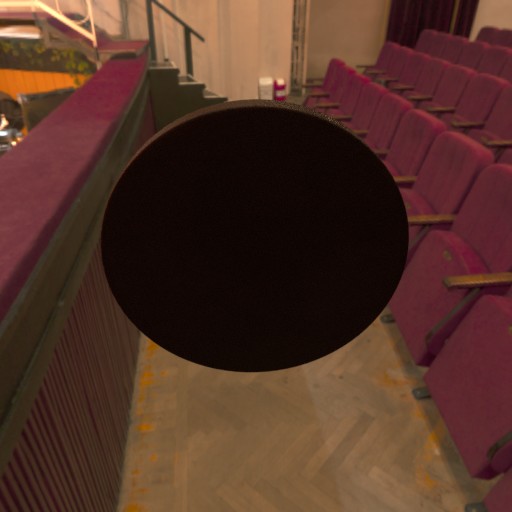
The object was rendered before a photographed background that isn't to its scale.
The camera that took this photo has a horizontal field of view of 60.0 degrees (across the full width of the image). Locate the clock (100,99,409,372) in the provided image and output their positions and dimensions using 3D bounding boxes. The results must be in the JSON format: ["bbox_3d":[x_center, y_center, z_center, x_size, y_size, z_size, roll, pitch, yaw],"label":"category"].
[{"bbox_3d":[0.000,0.000,0.468,0.314,0.314,0.029,-1,31,-2],"label":"clock"}]
